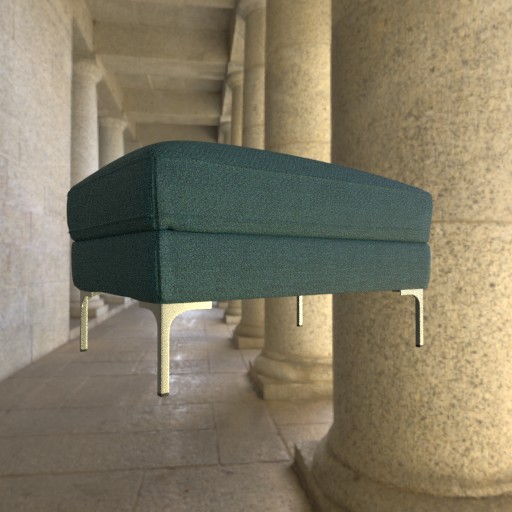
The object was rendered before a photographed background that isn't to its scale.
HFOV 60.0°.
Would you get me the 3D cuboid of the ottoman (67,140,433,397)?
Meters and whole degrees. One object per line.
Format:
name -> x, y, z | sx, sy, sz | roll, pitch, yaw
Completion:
ottoman -> 0.000, 0.000, 1.193 | 0.856, 0.498, 0.563 | 1, -1, -37
